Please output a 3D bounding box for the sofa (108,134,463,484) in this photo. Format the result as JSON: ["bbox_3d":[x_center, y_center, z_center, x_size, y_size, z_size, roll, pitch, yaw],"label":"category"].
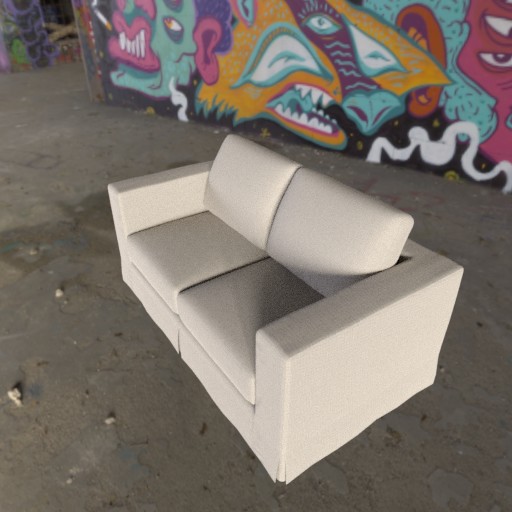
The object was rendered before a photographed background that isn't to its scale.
[{"bbox_3d":[0.000,0.000,2.419,1.009,0.932,1.813,-20,37,-29],"label":"sofa"}]
